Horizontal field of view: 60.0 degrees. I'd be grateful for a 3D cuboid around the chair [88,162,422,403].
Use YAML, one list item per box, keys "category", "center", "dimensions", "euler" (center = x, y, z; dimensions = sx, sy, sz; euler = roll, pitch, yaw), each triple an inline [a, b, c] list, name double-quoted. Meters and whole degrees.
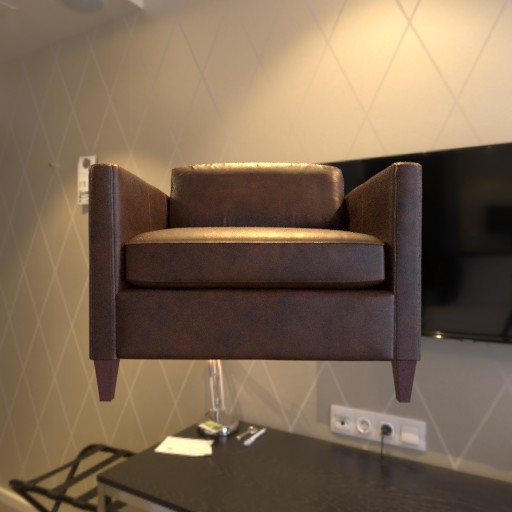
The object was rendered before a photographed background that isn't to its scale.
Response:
- category: "chair"
  center: [0.000, 0.000, 1.753]
  dimensions: [0.990, 0.864, 0.975]
  euler: [0, 0, 1]
